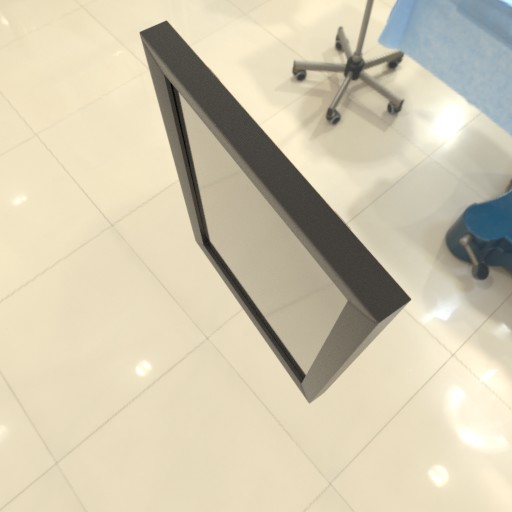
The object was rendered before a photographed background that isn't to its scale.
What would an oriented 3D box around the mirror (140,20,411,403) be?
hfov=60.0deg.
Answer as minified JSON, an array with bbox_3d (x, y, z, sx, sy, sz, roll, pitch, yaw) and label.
[{"bbox_3d":[0.000,0.000,0.657,0.041,0.508,0.405,-32,69,-14],"label":"mirror"}]
